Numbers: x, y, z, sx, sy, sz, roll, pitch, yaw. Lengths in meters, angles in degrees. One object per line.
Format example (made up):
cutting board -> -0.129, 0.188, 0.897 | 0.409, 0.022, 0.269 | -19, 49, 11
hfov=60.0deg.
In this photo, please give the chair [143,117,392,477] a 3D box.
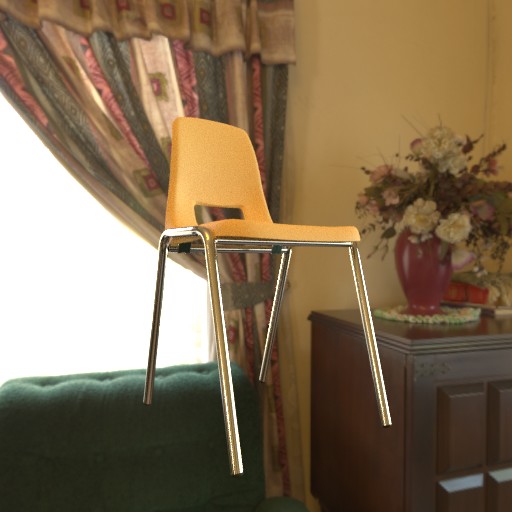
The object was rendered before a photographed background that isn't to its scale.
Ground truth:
chair -> 0.000, 0.000, 0.977 | 0.381, 0.704, 0.436 | 0, -1, -35
